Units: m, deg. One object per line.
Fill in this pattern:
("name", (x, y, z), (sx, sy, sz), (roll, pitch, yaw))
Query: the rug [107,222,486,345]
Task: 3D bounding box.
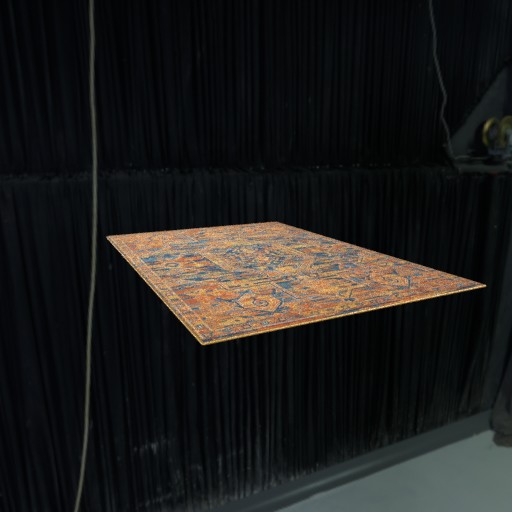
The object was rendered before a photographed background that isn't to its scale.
("rug", (0.000, 0.000, 3.827), (2.043, 0.019, 2.916), (-7, 15, -26))
